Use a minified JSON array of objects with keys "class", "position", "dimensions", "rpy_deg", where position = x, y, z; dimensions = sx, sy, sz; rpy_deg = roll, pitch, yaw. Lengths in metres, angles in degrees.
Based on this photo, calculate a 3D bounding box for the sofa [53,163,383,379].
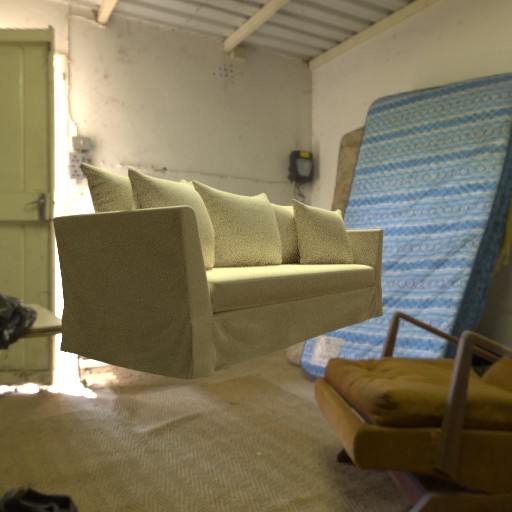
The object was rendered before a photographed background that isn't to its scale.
[{"class":"sofa","position":[0.000,0.000,3.144],"dimensions":[1.030,1.042,2.484],"rpy_deg":[0,1,35]}]
